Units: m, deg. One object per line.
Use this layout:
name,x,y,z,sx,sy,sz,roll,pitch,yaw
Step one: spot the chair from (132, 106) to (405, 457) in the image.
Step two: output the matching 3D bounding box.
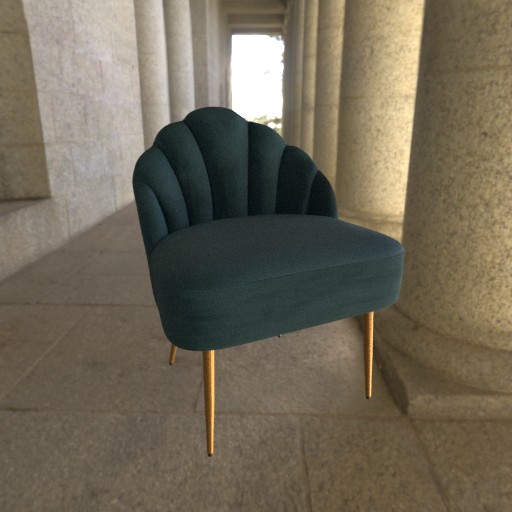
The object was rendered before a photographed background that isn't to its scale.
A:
chair,0.000,0.000,1.268,0.657,0.819,0.599,-9,20,-26
